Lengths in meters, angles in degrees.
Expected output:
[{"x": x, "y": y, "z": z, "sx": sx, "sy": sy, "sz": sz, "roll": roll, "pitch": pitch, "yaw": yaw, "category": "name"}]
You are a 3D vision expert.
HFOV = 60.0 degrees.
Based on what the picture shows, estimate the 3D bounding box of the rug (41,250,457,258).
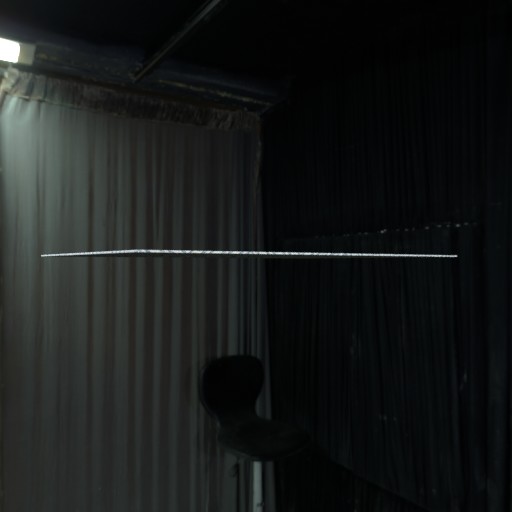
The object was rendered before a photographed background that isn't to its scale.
[{"x": 0.000, "y": 0.000, "z": 2.334, "sx": 1.824, "sy": 0.008, "sz": 1.220, "roll": 1, "pitch": -1, "yaw": -38, "category": "rug"}]
